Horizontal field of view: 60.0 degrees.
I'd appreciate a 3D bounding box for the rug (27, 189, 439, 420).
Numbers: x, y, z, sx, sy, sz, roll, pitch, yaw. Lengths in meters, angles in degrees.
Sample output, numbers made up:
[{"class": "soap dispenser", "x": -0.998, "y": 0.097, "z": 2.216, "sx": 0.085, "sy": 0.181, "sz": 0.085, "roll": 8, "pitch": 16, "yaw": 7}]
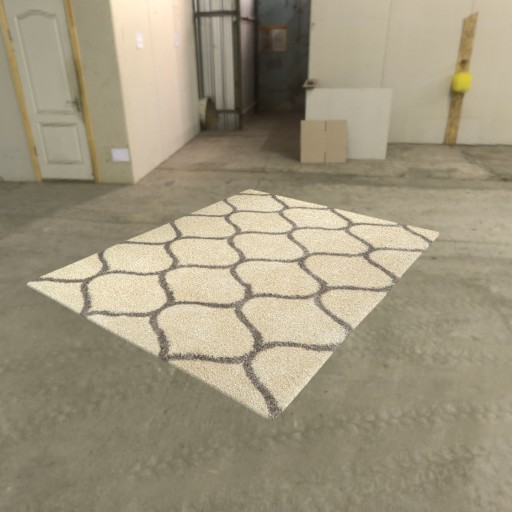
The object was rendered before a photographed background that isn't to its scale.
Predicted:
[{"class": "rug", "x": 0.000, "y": 0.000, "z": 4.000, "sx": 2.399, "sy": 0.026, "sz": 3.000, "roll": 18, "pitch": 32, "yaw": 32}]
